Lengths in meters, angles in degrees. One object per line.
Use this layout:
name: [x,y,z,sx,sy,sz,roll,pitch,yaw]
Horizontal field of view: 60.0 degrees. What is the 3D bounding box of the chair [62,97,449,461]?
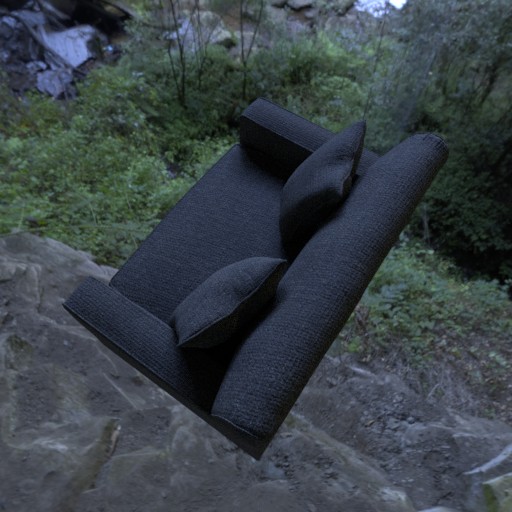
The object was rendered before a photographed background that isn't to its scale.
chair: [0.000,0.000,2.012,1.000,0.948,1.383,31,67,15]
